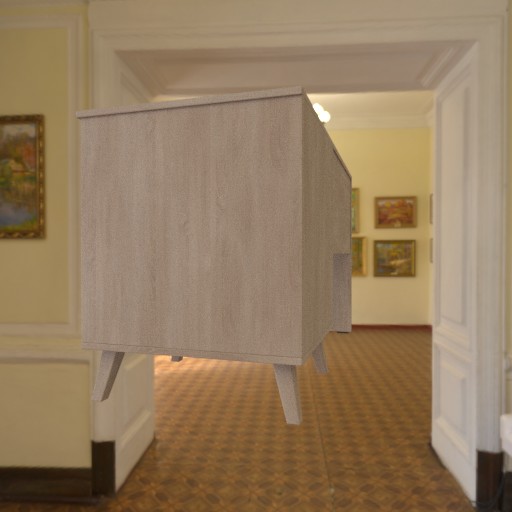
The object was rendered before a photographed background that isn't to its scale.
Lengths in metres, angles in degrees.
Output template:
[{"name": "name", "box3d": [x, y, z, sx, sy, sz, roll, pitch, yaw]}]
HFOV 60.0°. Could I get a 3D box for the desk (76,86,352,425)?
[{"name": "desk", "box3d": [0.000, 0.000, 1.673, 0.600, 0.770, 1.251, 0, 1, 17]}]
